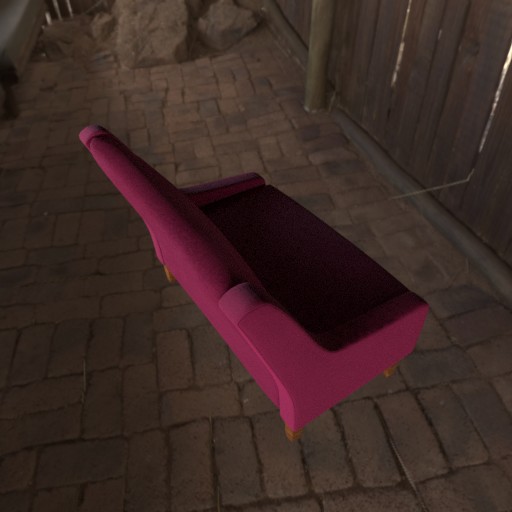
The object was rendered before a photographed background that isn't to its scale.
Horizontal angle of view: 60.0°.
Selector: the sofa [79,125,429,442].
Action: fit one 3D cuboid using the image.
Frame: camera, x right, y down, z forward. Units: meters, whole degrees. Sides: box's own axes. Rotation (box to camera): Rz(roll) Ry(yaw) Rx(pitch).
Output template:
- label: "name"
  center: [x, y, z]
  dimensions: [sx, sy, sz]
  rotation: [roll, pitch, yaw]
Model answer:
- label: "sofa"
  center: [0.000, 0.000, 1.942]
  dimensions: [0.946, 0.976, 1.242]
  rotation: [-24, 46, -25]
